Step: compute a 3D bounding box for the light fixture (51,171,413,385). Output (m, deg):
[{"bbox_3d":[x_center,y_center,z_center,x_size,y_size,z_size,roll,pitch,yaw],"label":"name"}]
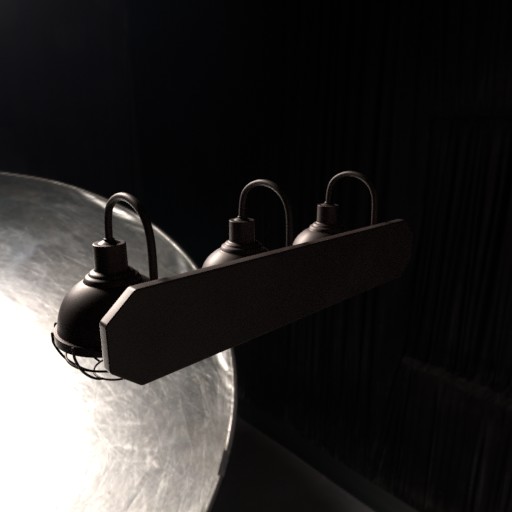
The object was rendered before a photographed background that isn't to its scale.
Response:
[{"bbox_3d":[0.000,0.000,0.736,0.634,0.254,0.229,-14,21,-42],"label":"light fixture"}]
